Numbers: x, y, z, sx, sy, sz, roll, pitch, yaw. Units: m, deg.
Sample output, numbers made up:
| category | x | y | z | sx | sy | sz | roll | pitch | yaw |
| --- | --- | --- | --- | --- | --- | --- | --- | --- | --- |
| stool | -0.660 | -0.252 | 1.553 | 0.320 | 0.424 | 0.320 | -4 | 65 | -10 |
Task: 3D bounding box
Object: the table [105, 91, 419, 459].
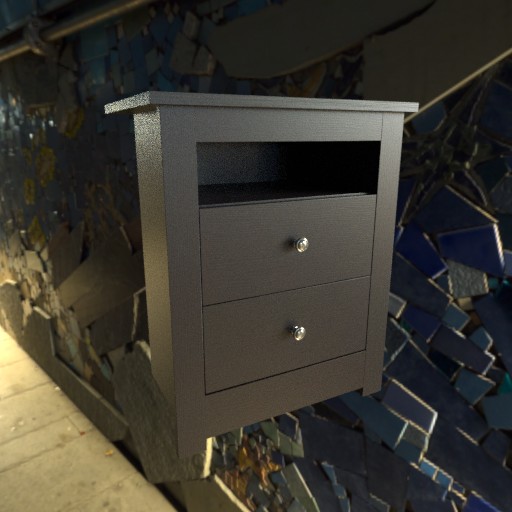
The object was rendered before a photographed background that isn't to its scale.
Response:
| category | x | y | z | sx | sy | sz | roll | pitch | yaw |
| --- | --- | --- | --- | --- | --- | --- | --- | --- | --- |
| table | 0.000 | 0.000 | 1.094 | 0.589 | 0.711 | 0.408 | -8 | 17 | -27 |
